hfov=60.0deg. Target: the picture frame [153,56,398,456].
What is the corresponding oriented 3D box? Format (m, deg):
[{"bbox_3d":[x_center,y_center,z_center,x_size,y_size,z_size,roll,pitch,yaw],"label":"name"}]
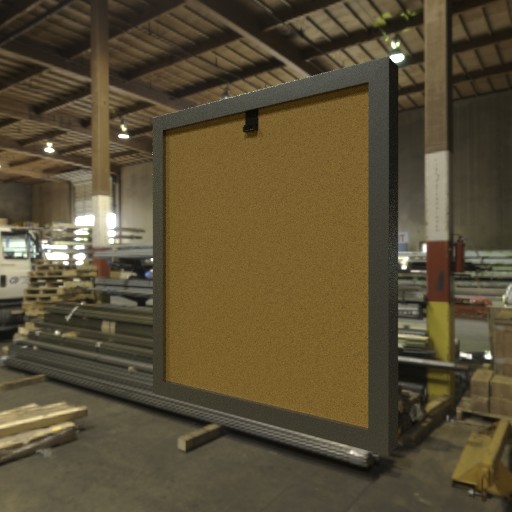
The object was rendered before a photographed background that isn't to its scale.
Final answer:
[{"bbox_3d":[0.000,0.000,1.343,0.839,0.968,0.073,0,0,35],"label":"picture frame"}]
